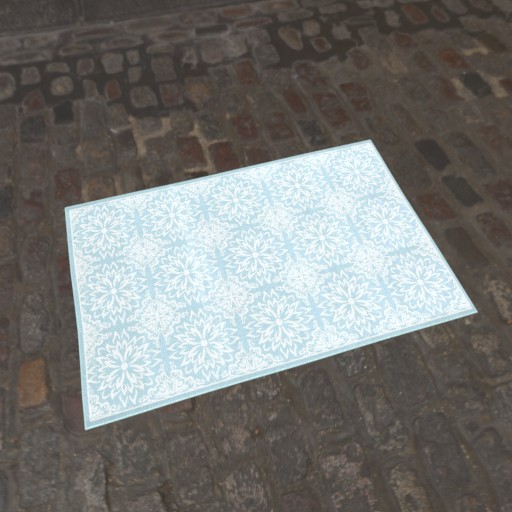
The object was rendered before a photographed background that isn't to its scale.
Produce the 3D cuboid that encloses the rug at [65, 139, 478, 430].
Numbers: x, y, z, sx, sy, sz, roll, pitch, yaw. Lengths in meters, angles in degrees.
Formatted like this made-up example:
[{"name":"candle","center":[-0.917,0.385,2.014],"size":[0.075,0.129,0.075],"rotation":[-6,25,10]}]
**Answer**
[{"name":"rug","center":[0.000,0.000,2.279],"size":[1.840,0.012,1.219],"rotation":[-14,59,-9]}]
